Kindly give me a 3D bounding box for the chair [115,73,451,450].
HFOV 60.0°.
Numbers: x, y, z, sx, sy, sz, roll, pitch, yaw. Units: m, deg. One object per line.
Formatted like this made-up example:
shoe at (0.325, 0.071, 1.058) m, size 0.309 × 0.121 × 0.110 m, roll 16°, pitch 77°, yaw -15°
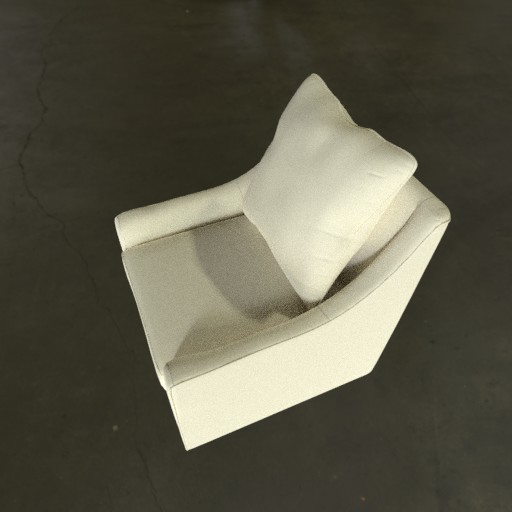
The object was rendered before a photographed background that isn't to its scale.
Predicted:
chair at (0.000, 0.000, 1.559) m, size 0.876 × 0.965 × 0.756 m, roll -18°, pitch 50°, yaw -16°
